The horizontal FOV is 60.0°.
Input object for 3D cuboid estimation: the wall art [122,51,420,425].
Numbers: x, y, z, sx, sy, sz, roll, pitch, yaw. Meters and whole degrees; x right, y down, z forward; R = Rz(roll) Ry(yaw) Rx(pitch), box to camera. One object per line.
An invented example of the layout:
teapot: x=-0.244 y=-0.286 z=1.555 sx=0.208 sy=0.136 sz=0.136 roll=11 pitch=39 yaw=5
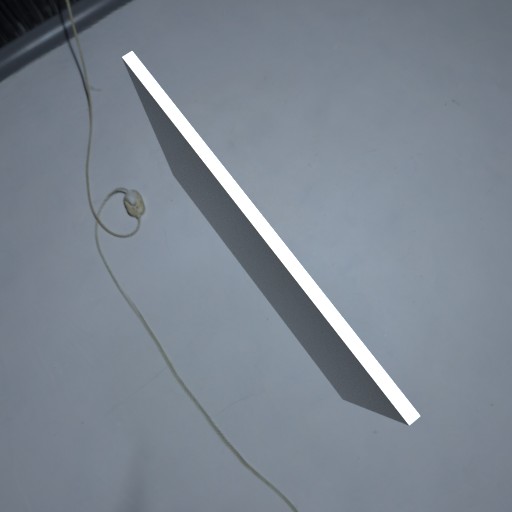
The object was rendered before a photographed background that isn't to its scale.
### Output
wall art: x=0.000 y=0.000 z=1.163 sx=0.027 sy=0.610 sz=0.932 roll=-36 pitch=79 yaw=-8
